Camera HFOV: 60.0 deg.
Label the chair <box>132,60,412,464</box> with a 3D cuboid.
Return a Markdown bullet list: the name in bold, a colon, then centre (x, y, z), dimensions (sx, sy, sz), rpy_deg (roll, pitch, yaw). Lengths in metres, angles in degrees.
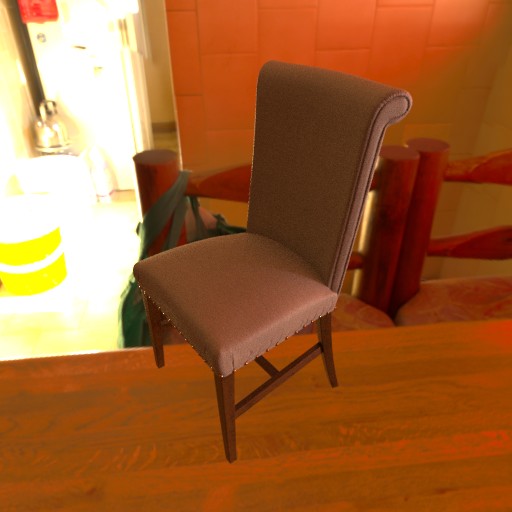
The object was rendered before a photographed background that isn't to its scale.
- **chair**: centre (0.000, 0.000, 1.338), dimensions (0.608, 0.988, 0.513), rpy_deg (-22, 39, -30)
